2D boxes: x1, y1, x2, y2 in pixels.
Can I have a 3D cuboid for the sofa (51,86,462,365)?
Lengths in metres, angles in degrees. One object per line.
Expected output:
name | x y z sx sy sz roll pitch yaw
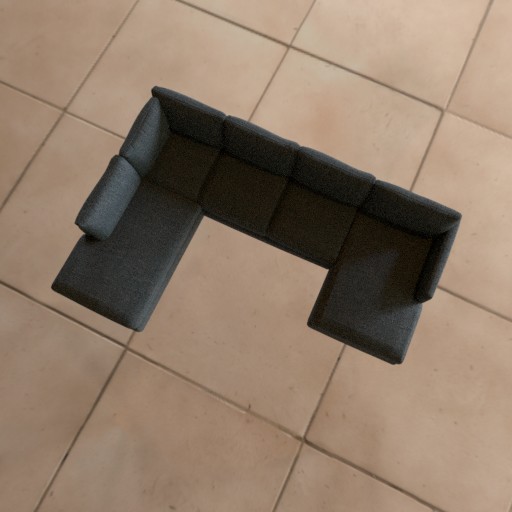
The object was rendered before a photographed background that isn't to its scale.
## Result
sofa | 0.000 0.000 3.544 2.737 0.753 1.879 24 78 6
